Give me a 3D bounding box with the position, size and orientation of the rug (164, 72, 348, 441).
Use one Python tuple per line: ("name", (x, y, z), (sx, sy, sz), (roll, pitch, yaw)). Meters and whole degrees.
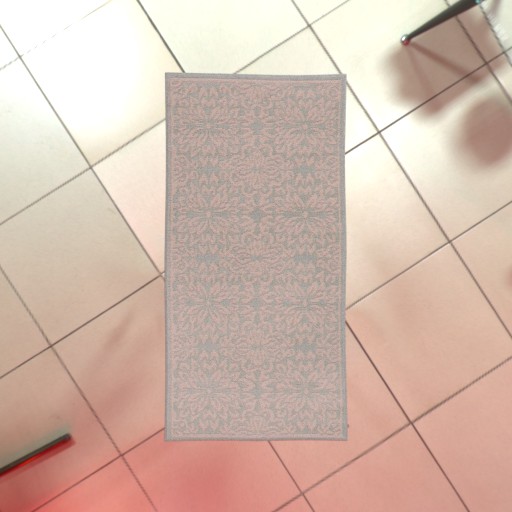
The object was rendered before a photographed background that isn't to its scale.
("rug", (0.000, 0.000, 1.466), (0.604, 0.007, 1.219), (0, 89, 0))
